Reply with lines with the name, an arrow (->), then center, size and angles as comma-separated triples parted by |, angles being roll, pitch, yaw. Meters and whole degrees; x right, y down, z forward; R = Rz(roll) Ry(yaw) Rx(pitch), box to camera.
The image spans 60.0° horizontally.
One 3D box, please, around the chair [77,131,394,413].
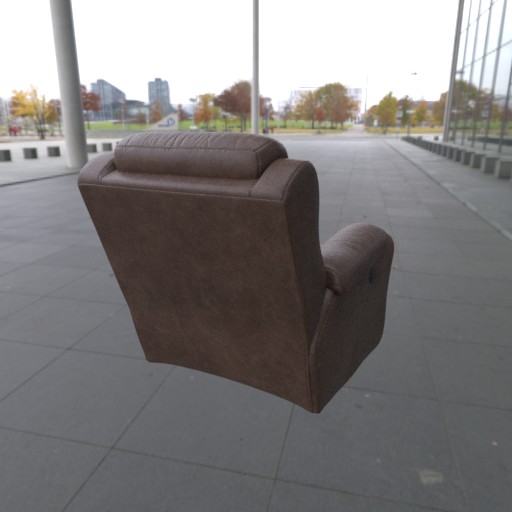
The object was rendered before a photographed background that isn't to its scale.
chair -> 0.000, 0.000, 1.814 | 0.940, 0.990, 1.067 | 9, 19, 27
